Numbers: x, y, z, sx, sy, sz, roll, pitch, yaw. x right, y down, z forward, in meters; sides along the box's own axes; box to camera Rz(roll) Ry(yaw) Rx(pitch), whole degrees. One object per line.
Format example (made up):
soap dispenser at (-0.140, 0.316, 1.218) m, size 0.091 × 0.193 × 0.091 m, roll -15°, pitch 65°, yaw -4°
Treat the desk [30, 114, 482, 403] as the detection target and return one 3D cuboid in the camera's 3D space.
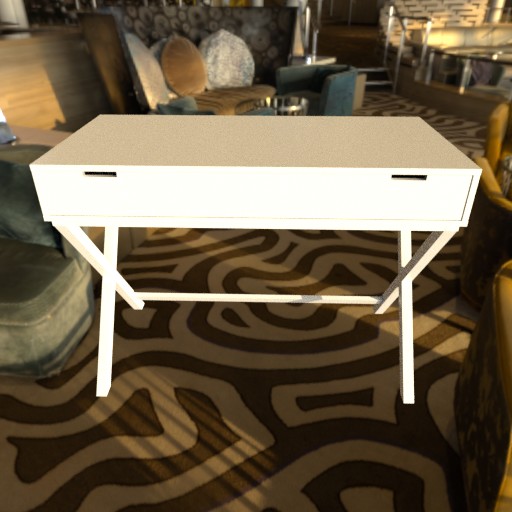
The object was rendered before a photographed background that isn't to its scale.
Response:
desk at (0.000, 0.000, 1.449) m, size 1.059 × 0.780 × 0.509 m, roll 1°, pitch 31°, yaw 2°
